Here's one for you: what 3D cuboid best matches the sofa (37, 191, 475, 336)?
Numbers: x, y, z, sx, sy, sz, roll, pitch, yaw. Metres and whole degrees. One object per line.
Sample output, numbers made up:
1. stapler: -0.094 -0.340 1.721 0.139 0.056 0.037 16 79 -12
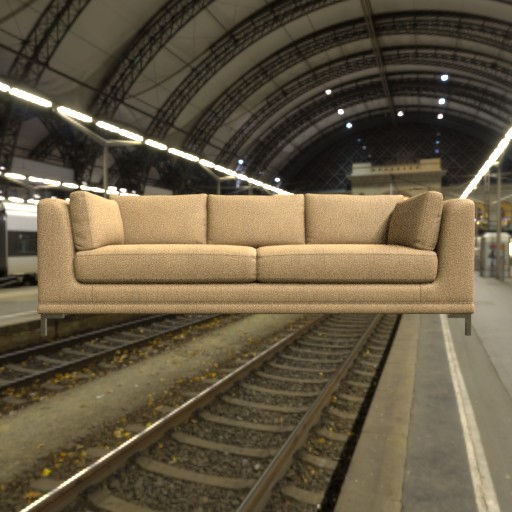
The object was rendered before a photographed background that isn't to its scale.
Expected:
1. sofa: 0.000 0.000 2.897 2.415 0.867 0.969 0 1 0
